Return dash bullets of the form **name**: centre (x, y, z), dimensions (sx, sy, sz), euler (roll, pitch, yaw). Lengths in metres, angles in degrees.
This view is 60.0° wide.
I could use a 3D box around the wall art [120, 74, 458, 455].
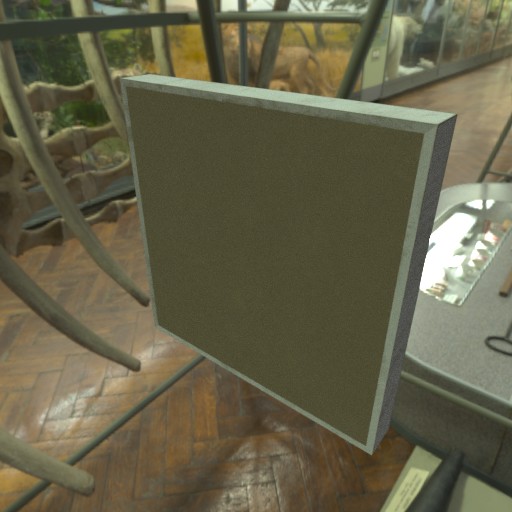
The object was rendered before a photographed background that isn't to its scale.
- **wall art**: centre (0.000, 0.000, 0.433), dimensions (0.305, 0.303, 0.038), euler (21, 36, 33)
